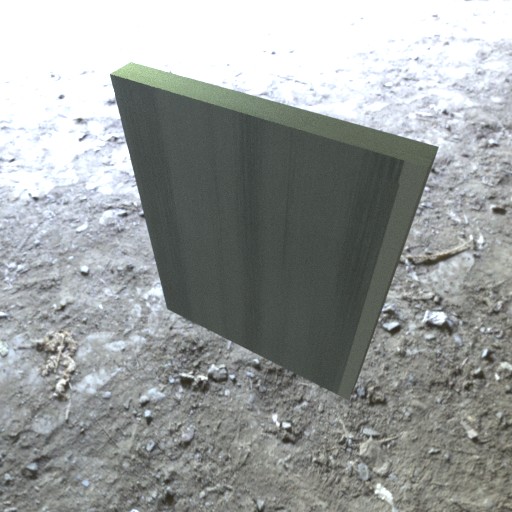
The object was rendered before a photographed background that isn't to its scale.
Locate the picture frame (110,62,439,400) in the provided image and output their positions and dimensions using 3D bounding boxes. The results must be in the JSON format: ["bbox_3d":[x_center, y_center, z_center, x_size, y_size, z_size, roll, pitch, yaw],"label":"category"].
[{"bbox_3d":[0.000,0.000,0.764,0.449,0.555,0.046,23,51,20],"label":"picture frame"}]
